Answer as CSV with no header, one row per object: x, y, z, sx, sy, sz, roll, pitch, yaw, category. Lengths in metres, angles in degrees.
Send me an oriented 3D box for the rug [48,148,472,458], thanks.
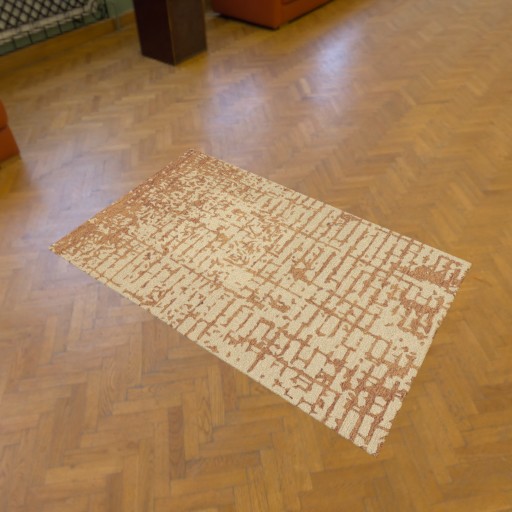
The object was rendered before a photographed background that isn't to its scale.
0.000,0.000,2.991,2.435,0.011,1.517,27,52,23,rug
